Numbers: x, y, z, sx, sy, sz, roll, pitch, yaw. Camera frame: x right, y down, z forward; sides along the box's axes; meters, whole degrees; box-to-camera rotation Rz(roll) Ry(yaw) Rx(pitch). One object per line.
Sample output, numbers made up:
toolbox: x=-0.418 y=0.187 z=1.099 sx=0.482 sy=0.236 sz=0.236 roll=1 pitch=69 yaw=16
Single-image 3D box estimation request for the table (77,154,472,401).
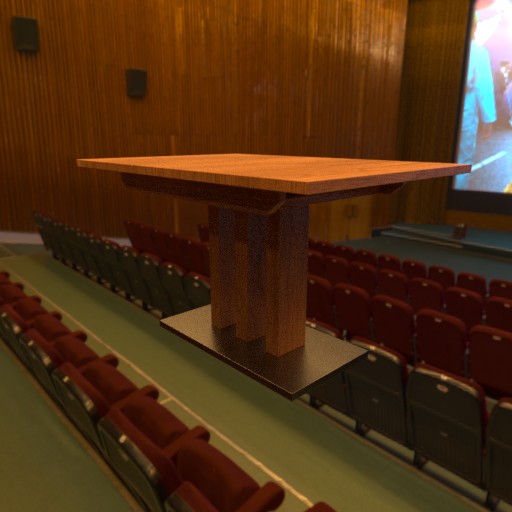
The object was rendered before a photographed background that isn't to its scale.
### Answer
table: x=0.000 y=0.000 z=1.846 sx=0.900 sy=0.770 sz=1.300 roll=-14 pitch=20 yaw=-41
